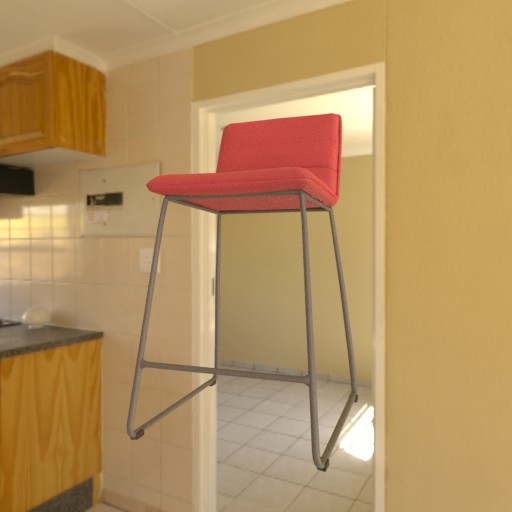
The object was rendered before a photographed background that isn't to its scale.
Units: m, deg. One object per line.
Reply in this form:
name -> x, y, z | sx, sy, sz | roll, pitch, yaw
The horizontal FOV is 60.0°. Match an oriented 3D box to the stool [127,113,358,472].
stool -> 0.000, 0.000, 1.188 | 0.489, 0.866, 0.524 | 0, 1, 19
